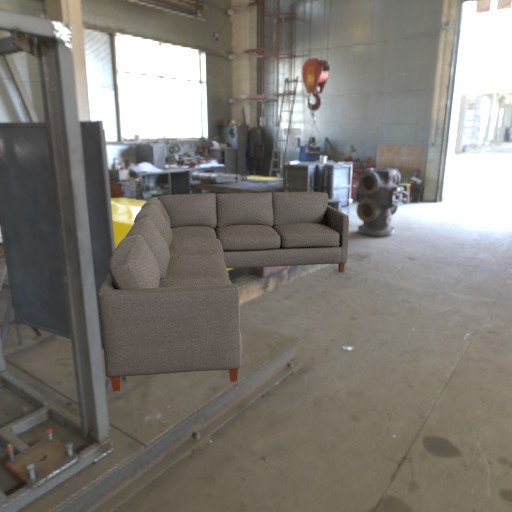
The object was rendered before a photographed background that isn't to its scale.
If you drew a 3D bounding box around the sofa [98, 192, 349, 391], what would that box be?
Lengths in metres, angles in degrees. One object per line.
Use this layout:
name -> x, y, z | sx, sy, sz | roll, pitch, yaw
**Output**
sofa -> 0.000, 0.000, 4.591 | 2.593, 0.947, 3.302 | -2, 16, -8
